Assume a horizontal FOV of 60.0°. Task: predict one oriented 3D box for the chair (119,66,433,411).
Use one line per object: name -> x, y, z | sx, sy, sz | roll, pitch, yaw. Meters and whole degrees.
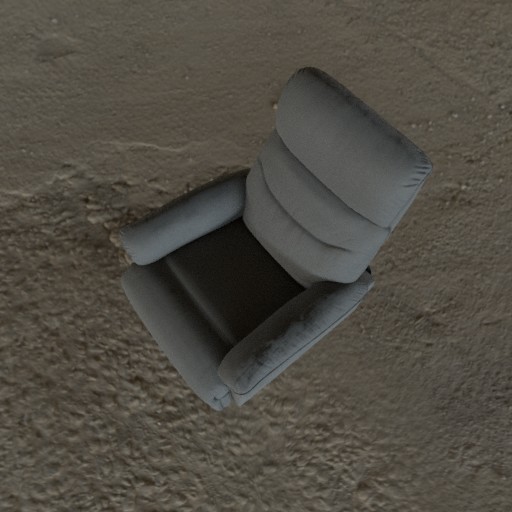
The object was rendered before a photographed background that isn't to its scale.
chair -> 0.000, 0.000, 1.772 | 1.004, 1.037, 0.820 | -35, 68, -17
